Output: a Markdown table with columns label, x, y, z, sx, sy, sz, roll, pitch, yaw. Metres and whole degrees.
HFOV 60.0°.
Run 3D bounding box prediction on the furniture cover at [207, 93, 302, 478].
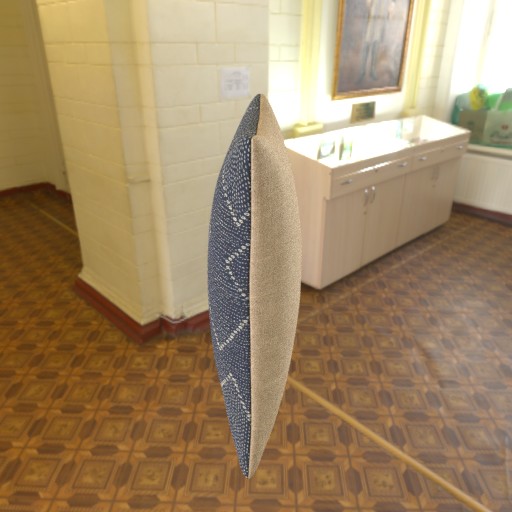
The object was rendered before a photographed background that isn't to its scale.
| label | x | y | z | sx | sy | sz | roll | pitch | yaw |
| --- | --- | --- | --- | --- | --- | --- | --- | --- | --- |
| furniture cover | 0.000 | 0.000 | 0.788 | 0.162 | 0.503 | 0.511 | 1 | 25 | 1 |
